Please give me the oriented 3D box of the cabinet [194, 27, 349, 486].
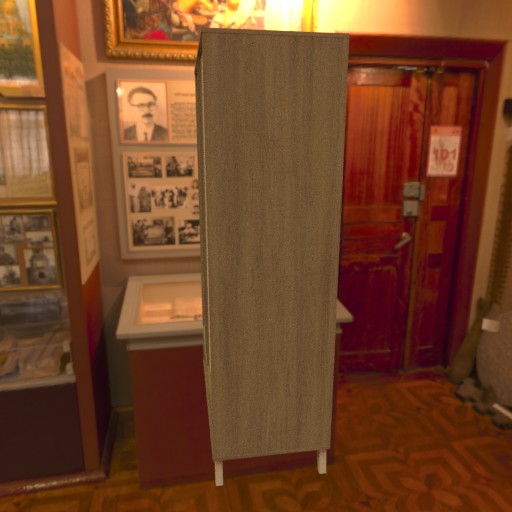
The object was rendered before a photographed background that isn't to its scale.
[{"bbox_3d":[0.000,0.000,2.393,0.571,1.999,1.006,-2,14,-9],"label":"cabinet"}]
